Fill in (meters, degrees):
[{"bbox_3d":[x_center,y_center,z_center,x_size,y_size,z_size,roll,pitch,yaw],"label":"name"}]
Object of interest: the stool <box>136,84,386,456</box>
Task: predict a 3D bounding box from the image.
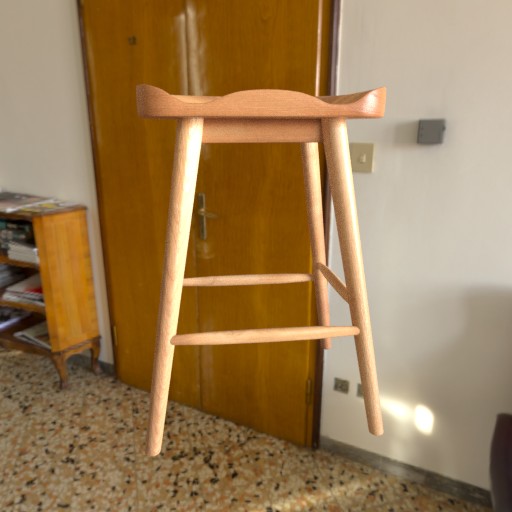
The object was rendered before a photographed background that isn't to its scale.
[{"bbox_3d":[0.000,0.000,0.883,0.440,0.615,0.361,-2,17,-7],"label":"stool"}]
